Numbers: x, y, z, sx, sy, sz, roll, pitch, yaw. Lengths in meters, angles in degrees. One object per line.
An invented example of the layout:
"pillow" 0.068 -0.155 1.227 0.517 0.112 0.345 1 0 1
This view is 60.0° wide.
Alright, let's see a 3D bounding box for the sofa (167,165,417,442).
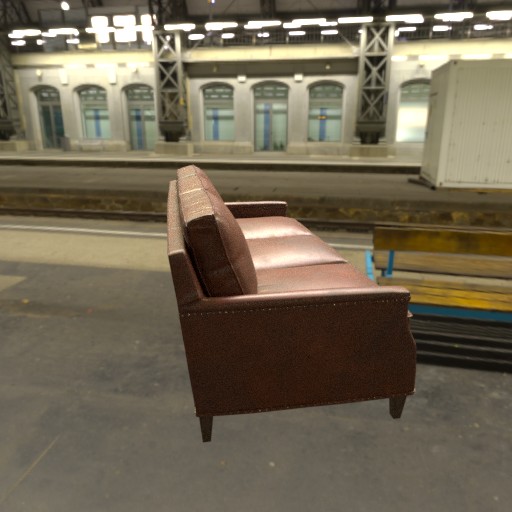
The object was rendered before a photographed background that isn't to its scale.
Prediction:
"sofa" 0.000 0.000 2.852 1.084 1.003 2.240 -3 17 -10
